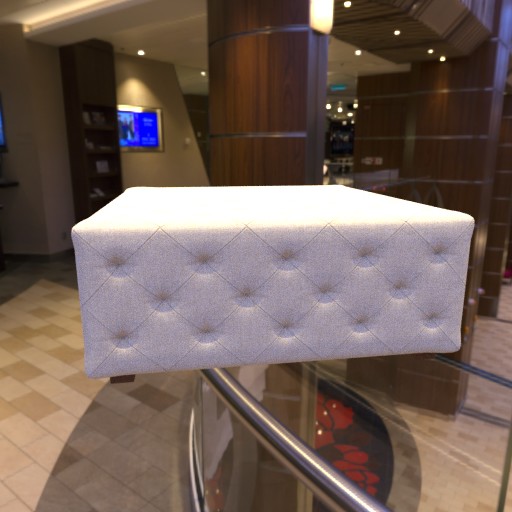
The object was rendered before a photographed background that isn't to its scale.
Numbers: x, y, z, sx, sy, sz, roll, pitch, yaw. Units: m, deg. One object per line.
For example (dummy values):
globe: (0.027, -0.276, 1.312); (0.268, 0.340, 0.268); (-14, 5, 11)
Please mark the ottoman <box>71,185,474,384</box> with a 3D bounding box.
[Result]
ottoman: (0.000, 0.000, 1.623); (1.028, 0.439, 1.028); (-2, 14, -9)
